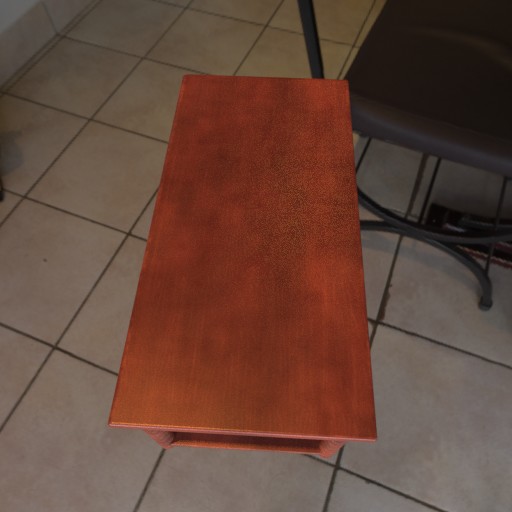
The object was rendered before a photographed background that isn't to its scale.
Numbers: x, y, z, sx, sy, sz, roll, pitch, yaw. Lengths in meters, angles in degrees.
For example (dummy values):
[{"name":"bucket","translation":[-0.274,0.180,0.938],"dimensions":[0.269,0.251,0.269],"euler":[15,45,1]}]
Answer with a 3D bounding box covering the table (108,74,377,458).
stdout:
[{"name":"table","translation":[0.000,0.000,1.436],"dimensions":[0.580,0.485,1.171],"euler":[3,58,2]}]
